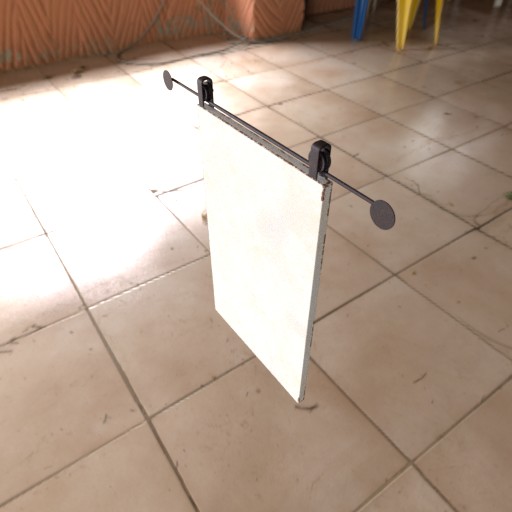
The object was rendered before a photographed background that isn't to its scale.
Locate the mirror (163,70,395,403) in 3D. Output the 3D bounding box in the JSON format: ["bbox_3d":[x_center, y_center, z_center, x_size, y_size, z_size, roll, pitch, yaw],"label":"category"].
[{"bbox_3d":[0.000,0.000,1.210,0.037,0.844,0.808,-26,47,-26],"label":"mirror"}]
